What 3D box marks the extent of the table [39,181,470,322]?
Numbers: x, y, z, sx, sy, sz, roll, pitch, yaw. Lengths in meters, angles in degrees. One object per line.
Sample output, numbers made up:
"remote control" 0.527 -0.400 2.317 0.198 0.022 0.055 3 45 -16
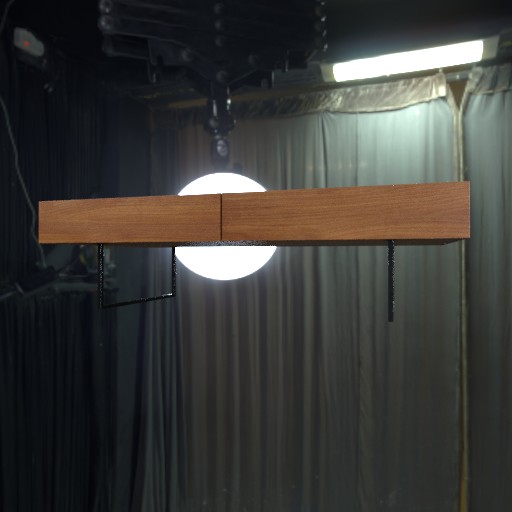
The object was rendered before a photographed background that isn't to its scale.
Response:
"table" 0.000 0.000 1.459 1.194 0.330 0.610 0 0 18
